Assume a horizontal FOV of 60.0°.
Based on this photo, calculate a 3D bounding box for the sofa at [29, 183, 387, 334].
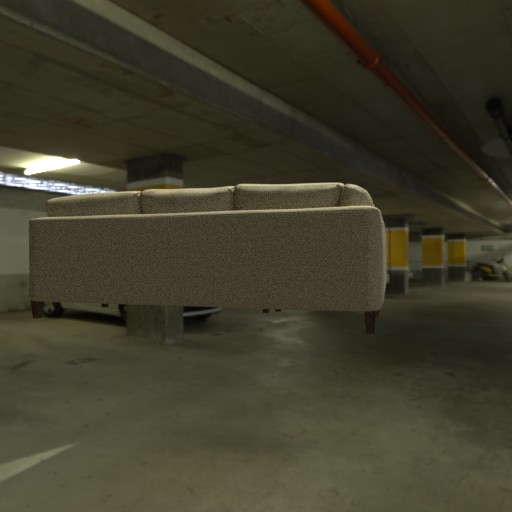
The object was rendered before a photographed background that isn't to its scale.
[{"bbox_3d":[0.000,0.000,4.587,2.593,0.959,3.460,0,-1,17],"label":"sofa"}]
